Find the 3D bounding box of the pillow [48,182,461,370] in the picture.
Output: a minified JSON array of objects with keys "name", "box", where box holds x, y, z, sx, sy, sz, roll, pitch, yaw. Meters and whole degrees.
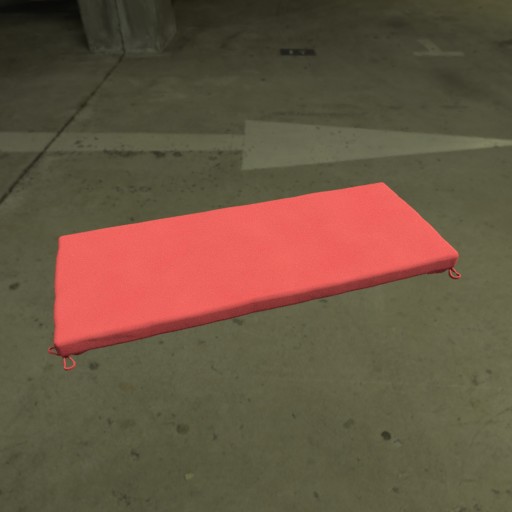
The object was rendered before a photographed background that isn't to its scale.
[{"name":"pillow","box":[0.000,0.000,1.350,1.187,0.081,0.492,-11,40,-13]}]
